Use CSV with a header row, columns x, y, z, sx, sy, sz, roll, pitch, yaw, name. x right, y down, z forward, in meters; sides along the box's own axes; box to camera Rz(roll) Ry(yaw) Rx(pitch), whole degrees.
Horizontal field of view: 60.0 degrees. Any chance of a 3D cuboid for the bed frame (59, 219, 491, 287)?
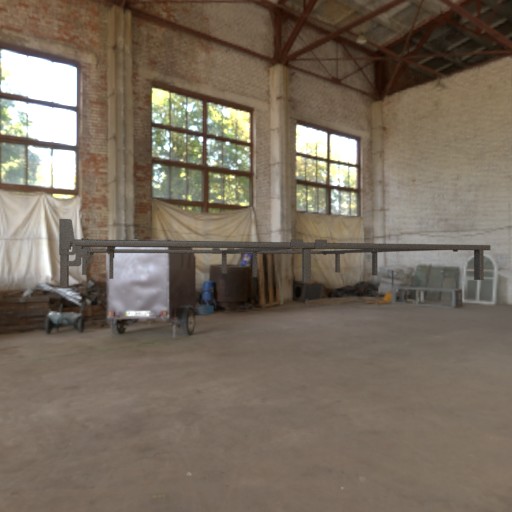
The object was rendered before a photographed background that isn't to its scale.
x,y,z,sx,sy,sz,roll,pitch,yaw,name
0.000,0.000,2.615,1.990,0.248,1.498,0,-1,-18,bed frame
